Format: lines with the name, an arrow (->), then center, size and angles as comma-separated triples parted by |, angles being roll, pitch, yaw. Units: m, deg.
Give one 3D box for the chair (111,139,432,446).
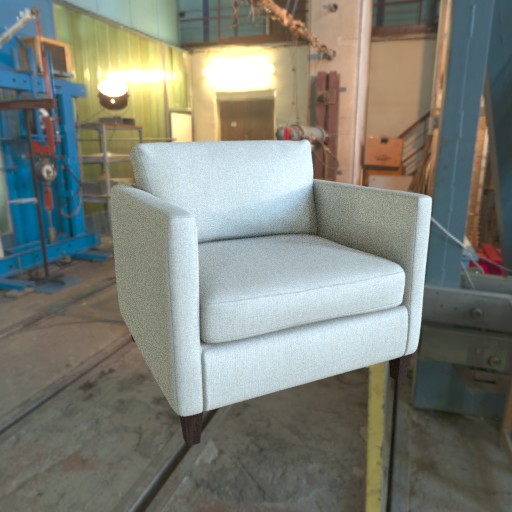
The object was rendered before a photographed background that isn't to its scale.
chair -> 0.000, 0.000, 1.810 | 0.996, 0.919, 0.959 | -7, 16, -25
